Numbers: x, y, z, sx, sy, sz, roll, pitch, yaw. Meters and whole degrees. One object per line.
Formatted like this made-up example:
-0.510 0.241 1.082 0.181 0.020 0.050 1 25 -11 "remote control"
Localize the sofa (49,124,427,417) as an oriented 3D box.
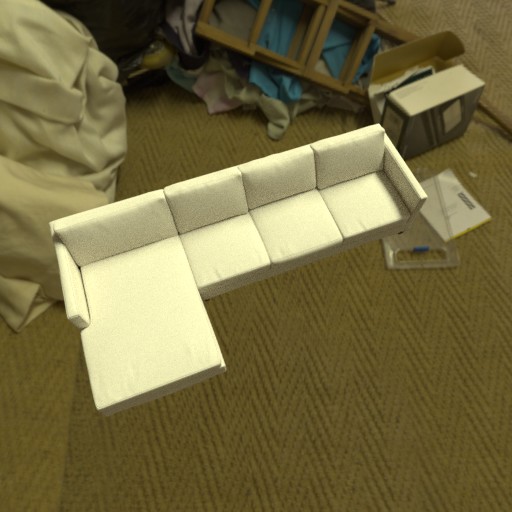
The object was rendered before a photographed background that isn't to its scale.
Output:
0.000 0.000 3.910 3.186 0.846 1.625 -19 64 -9 "sofa"
